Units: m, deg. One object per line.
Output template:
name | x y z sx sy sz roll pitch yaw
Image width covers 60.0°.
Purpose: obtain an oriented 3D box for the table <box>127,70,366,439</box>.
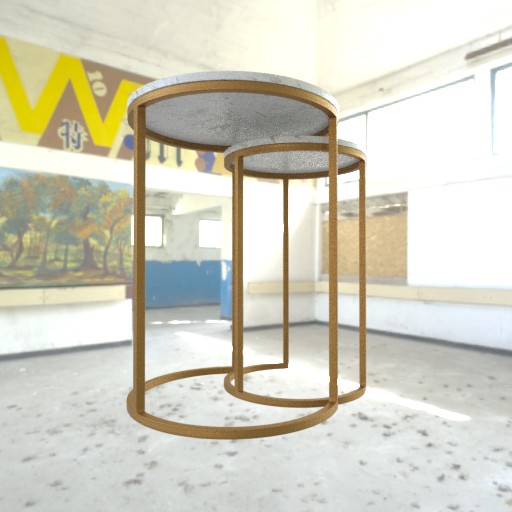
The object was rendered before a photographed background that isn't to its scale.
table | 0.000 0.000 0.892 0.507 0.550 0.400 0 -1 -37
